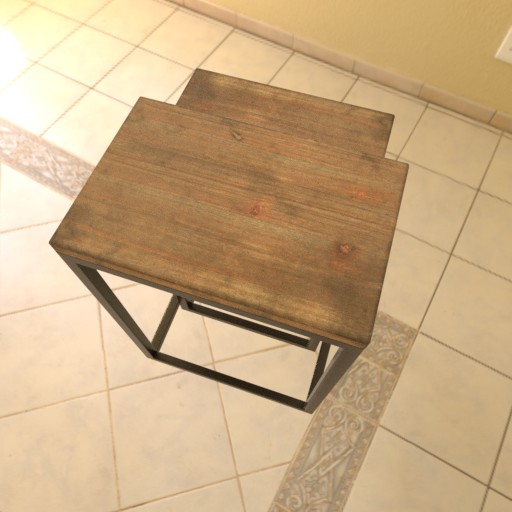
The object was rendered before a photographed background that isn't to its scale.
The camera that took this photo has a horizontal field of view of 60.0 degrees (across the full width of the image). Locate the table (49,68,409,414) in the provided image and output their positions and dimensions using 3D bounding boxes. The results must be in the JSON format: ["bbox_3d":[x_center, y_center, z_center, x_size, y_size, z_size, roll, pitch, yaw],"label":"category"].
[{"bbox_3d":[0.000,0.000,0.939,0.456,0.615,0.460,19,64,9],"label":"table"}]
